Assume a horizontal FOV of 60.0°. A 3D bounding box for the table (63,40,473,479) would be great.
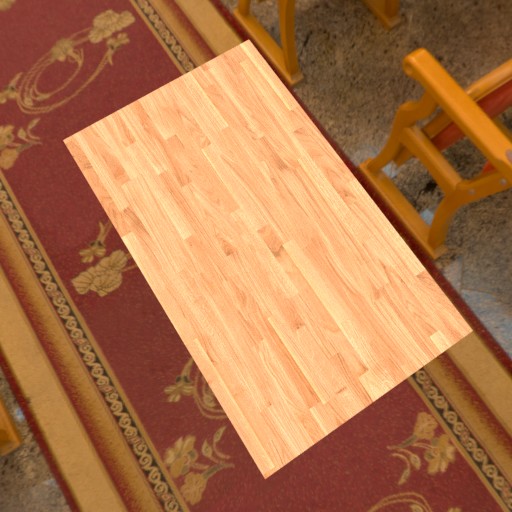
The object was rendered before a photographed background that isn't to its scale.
[{"bbox_3d":[0.000,0.000,2.076,0.900,0.770,1.500,-32,77,-8],"label":"table"}]
